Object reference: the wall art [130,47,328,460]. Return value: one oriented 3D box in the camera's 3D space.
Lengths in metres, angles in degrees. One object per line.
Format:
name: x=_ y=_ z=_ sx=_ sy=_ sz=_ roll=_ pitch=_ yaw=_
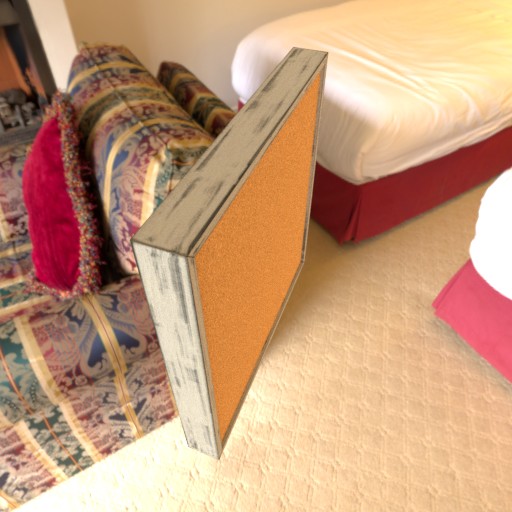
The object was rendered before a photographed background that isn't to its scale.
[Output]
wall art: x=0.000 y=0.000 z=0.454 sx=0.036 sy=0.303 sz=0.303 roll=16 pitch=48 yaw=15
